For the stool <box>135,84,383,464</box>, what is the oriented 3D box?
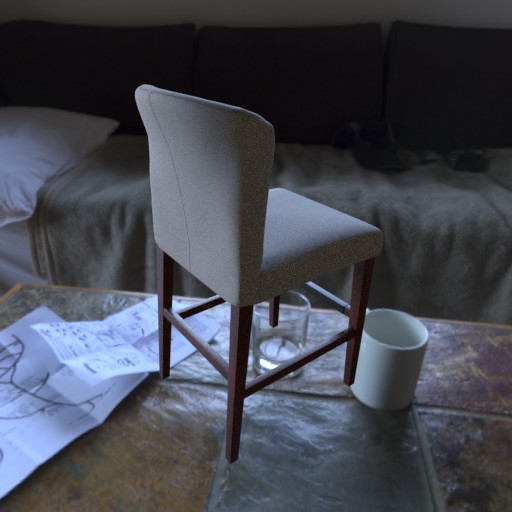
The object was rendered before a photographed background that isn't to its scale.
[{"bbox_3d":[0.000,0.000,1.302,0.568,0.968,0.479,-20,34,-32],"label":"stool"}]
